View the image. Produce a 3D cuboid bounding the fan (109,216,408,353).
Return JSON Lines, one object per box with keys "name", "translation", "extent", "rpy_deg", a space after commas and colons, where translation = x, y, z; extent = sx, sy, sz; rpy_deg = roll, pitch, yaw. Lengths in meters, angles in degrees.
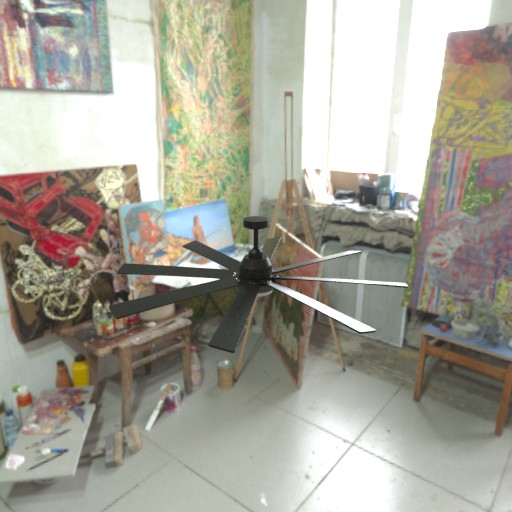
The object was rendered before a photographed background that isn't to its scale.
{"name": "fan", "translation": [0.000, 0.000, 2.757], "extent": [1.830, 0.472, 1.830], "rpy_deg": [3, 18, 9]}
